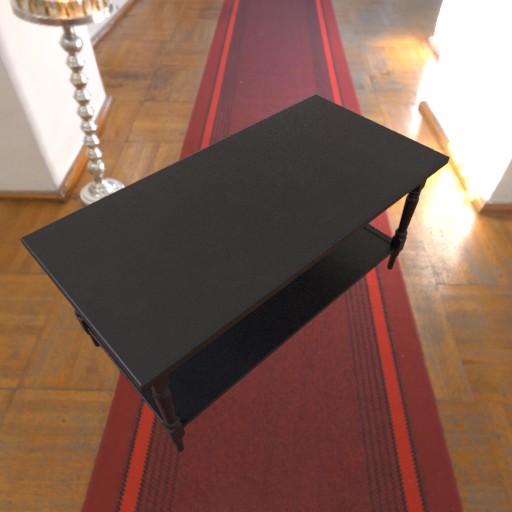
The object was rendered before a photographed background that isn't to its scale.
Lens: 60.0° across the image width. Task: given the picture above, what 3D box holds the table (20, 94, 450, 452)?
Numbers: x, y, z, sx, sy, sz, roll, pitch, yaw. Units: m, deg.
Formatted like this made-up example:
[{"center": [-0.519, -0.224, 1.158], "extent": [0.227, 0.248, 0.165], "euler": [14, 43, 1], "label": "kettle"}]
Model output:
[{"center": [0.000, 0.000, 1.415], "extent": [1.107, 0.510, 0.550], "euler": [-34, 56, -28], "label": "table"}]
